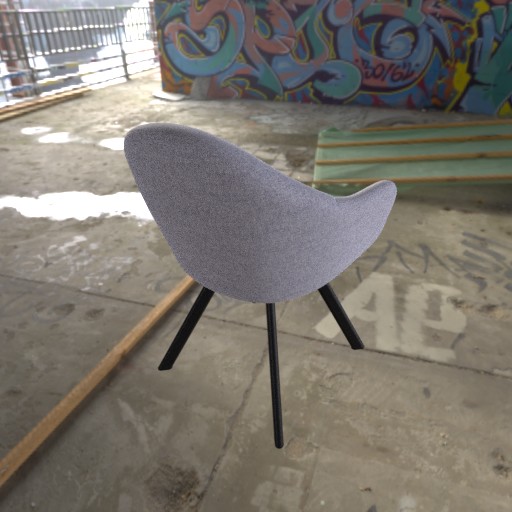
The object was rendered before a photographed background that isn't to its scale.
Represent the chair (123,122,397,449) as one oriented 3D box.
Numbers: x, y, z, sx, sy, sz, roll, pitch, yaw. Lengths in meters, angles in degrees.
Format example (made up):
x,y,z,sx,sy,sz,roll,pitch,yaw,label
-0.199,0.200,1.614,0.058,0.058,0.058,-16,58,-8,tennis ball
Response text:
x,y,z,sx,sy,sz,roll,pitch,yaw,label
0.000,0.000,1.173,0.540,0.780,0.570,21,37,32,chair
